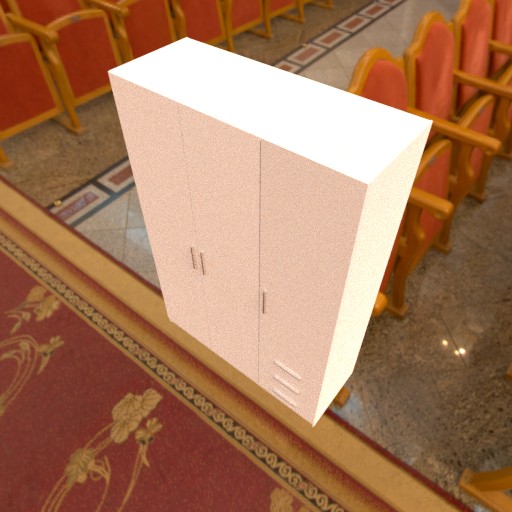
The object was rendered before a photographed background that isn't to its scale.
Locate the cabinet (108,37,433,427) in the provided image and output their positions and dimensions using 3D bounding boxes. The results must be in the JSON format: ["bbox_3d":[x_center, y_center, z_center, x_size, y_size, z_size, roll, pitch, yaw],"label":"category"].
[{"bbox_3d":[0.000,0.000,2.496,1.290,1.910,0.510,30,54,25],"label":"cabinet"}]
